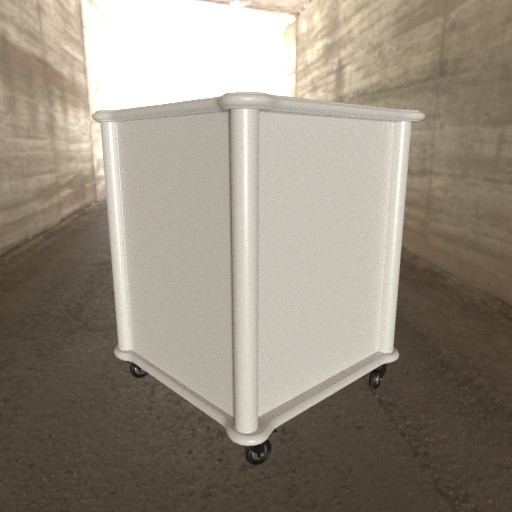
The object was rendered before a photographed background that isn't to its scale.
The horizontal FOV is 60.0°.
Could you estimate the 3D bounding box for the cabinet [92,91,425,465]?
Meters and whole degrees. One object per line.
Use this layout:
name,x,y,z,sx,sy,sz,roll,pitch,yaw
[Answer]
cabinet,0.000,0.000,1.221,0.627,0.761,0.628,-12,18,-42
